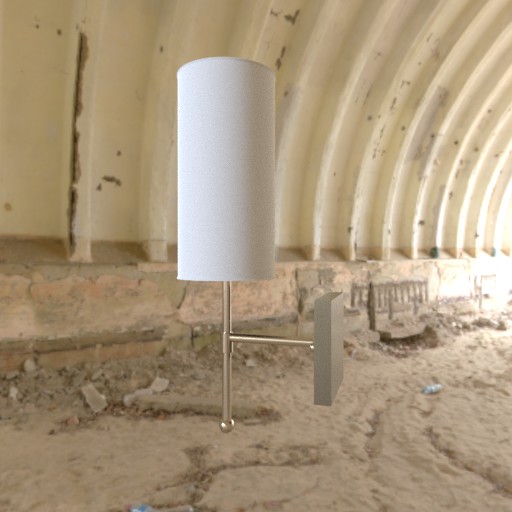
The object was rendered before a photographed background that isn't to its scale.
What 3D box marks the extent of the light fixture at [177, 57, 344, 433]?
[{"bbox_3d":[0.000,0.000,0.566,0.208,0.462,0.128,0,0,18],"label":"light fixture"}]
